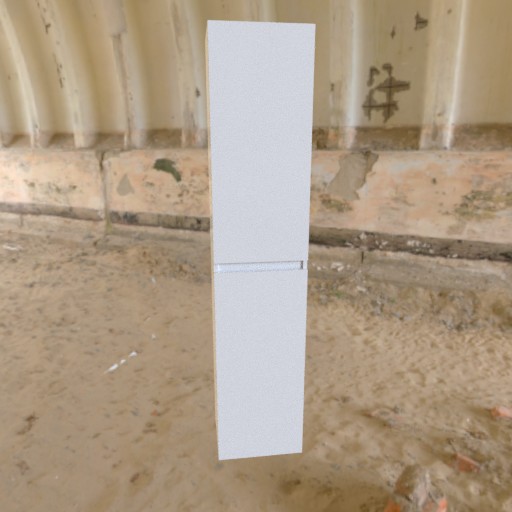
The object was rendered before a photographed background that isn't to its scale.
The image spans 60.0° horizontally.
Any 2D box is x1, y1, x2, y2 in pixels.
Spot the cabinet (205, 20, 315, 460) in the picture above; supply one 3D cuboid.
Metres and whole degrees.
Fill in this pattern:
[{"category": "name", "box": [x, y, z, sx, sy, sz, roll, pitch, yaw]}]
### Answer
[{"category": "cabinet", "box": [0.000, 0.000, 1.523, 0.300, 1.400, 0.270, -2, 15, -7]}]
